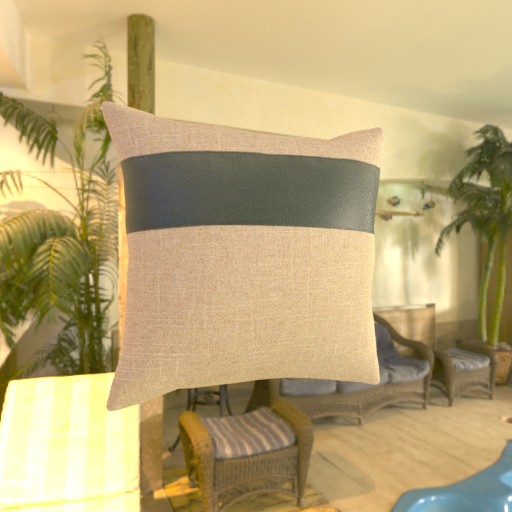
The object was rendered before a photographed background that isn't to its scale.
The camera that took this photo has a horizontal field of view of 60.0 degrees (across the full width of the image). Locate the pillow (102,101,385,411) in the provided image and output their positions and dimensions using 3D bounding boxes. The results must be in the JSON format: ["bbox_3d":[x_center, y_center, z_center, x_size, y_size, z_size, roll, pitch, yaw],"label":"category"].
[{"bbox_3d":[0.000,0.000,0.630,0.414,0.399,0.173,0,0,-18],"label":"pillow"}]
